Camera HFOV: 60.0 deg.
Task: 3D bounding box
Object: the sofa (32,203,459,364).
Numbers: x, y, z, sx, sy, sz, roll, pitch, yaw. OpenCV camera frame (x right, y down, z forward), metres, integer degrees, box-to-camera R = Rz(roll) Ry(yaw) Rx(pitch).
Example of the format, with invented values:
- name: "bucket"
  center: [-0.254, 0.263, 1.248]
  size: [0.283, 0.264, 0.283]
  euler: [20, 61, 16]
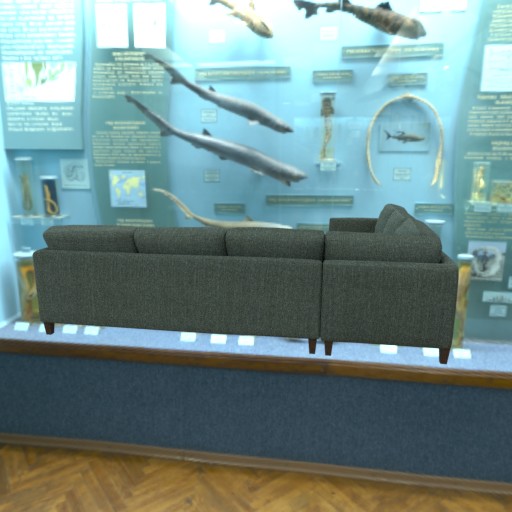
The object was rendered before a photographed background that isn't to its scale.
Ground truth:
- name: "sofa"
  center: [0.000, 0.000, 4.563]
  size: [3.302, 0.947, 2.593]
  euler: [2, 13, 10]
